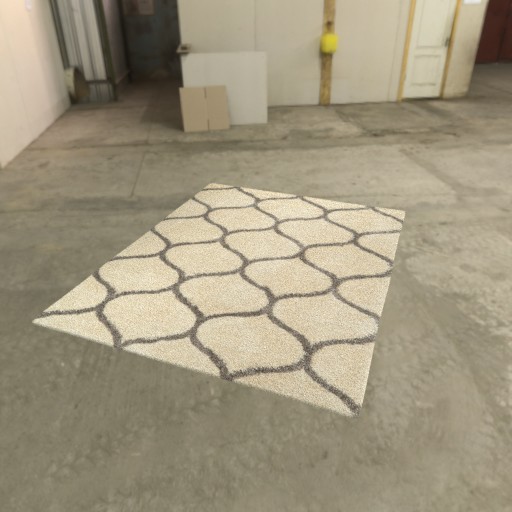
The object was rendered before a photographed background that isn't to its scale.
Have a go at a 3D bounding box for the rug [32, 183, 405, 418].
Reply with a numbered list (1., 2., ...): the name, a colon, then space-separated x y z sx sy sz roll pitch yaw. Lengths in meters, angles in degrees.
1. rug: 0.000 0.000 4.083 2.399 0.026 3.000 11 32 18
